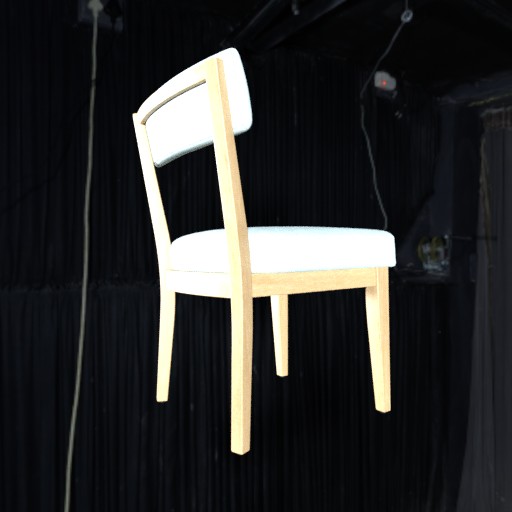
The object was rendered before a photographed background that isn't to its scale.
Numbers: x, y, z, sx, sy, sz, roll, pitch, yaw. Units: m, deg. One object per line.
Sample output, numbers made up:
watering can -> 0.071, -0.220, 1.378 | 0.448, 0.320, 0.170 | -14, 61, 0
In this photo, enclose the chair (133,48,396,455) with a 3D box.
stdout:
chair -> 0.000, 0.000, 1.201 | 0.572, 0.832, 0.508 | 0, 0, -35
